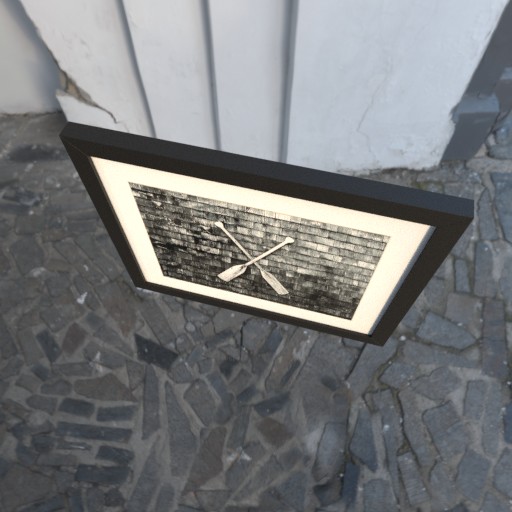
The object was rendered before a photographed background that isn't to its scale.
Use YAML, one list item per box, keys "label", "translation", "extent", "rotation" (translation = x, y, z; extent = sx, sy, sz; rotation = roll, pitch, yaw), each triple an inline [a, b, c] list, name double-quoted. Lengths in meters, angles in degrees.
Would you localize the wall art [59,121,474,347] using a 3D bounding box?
- label: "wall art"
  translation: [0.000, 0.000, 0.780]
  extent: [0.558, 0.457, 0.029]
  rotation: [13, 60, 8]
